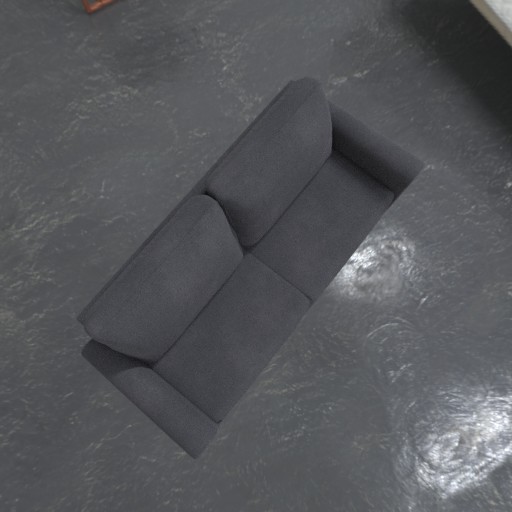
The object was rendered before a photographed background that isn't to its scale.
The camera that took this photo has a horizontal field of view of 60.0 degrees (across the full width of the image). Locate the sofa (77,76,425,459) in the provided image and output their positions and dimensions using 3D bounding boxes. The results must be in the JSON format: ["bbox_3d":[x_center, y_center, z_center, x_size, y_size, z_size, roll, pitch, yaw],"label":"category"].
[{"bbox_3d":[0.000,0.000,2.430,0.842,0.942,1.935,38,79,9],"label":"sofa"}]
